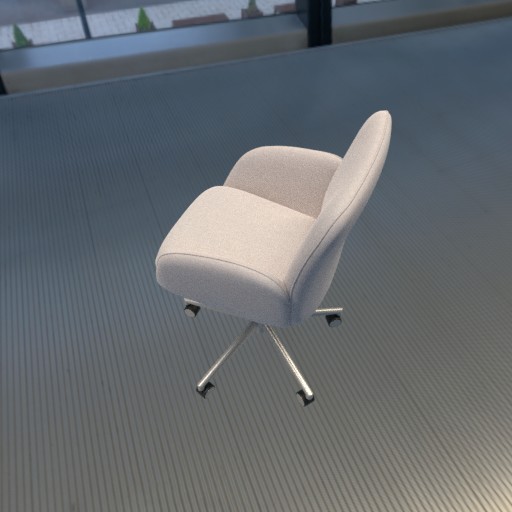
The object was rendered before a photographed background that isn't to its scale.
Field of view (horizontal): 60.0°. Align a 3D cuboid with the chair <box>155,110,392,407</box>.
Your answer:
[{"bbox_3d":[0.000,0.000,1.430,0.633,0.959,0.648,17,50,15],"label":"chair"}]
